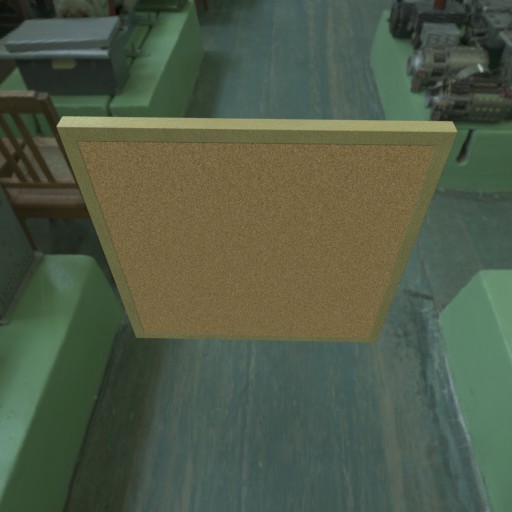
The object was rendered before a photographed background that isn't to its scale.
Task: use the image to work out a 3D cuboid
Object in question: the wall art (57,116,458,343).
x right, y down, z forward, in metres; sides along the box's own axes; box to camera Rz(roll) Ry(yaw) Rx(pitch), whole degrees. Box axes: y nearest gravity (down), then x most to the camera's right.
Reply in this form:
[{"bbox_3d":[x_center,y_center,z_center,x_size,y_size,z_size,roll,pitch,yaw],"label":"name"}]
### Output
[{"bbox_3d":[0.000,0.000,1.137,0.763,0.763,0.037,1,48,1],"label":"wall art"}]
